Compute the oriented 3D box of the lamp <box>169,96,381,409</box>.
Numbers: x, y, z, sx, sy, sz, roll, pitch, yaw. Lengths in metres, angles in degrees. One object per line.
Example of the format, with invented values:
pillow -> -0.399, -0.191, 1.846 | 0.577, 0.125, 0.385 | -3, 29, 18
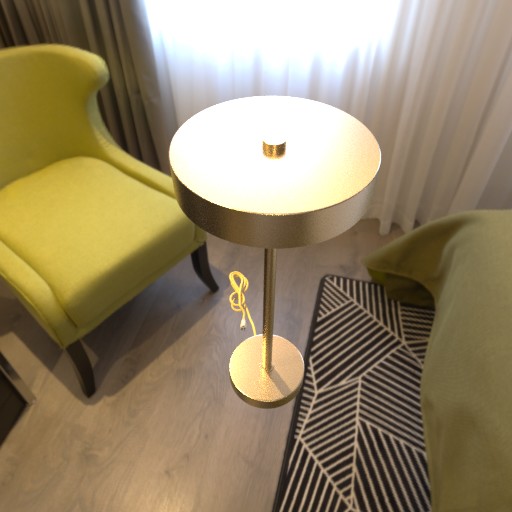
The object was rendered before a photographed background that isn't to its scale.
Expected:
lamp -> 0.000, 0.000, 0.707 | 0.229, 0.508, 0.369 | -12, 48, -11
